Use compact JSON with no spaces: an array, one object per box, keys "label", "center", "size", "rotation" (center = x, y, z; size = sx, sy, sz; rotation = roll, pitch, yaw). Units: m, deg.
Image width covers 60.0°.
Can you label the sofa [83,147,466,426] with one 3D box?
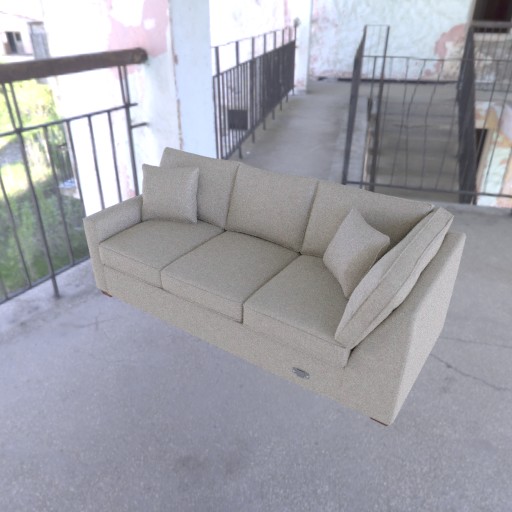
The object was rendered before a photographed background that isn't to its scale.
[{"label":"sofa","center":[0.000,0.000,2.944],"size":[2.317,0.962,1.061],"rotation":[18,34,30]}]
